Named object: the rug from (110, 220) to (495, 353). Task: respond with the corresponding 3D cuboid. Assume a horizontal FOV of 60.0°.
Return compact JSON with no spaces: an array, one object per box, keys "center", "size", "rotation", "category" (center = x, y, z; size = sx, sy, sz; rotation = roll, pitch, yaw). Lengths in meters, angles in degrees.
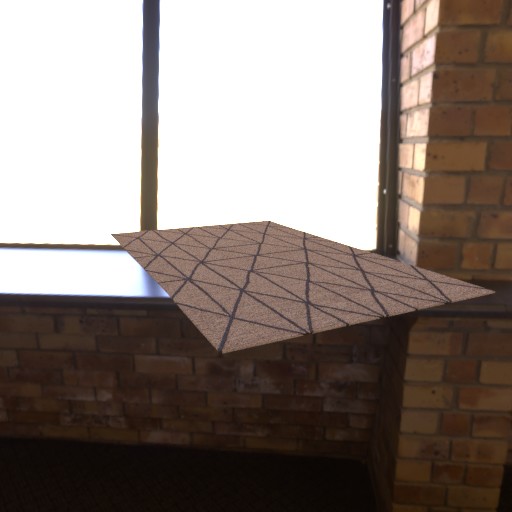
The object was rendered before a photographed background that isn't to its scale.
[{"center":[0.000,0.000,3.015],"size":[1.526,0.008,2.465],"rotation":[-7,16,-26],"category":"rug"}]
